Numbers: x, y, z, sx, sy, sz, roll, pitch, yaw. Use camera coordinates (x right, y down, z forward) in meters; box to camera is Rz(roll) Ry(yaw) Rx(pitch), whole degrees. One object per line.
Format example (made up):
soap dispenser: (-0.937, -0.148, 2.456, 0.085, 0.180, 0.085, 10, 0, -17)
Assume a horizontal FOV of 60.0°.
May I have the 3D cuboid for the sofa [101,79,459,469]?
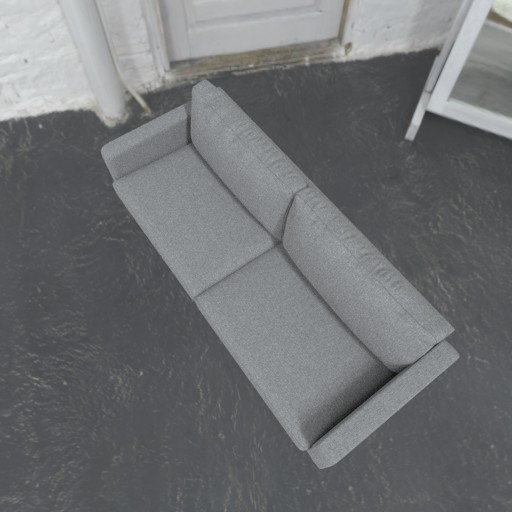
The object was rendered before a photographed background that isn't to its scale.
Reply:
sofa: (0.000, 0.000, 2.591, 0.880, 0.880, 2.200, -33, 68, -16)
